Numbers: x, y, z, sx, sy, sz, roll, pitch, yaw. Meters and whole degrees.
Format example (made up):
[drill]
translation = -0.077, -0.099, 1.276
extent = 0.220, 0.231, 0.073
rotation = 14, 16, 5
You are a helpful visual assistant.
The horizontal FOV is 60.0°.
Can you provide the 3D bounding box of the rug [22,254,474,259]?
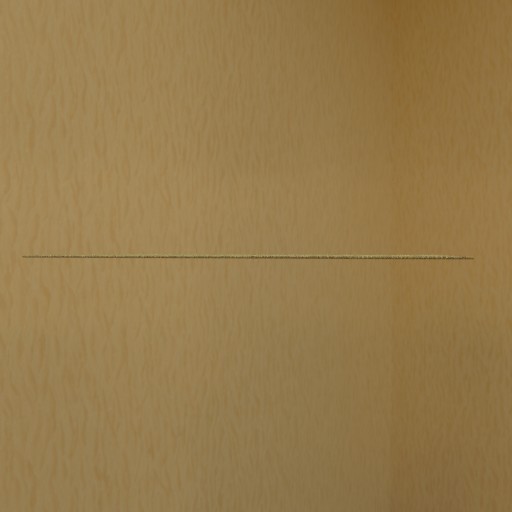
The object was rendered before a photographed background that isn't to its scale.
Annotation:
[rug]
translation = 0.000, 0.000, 2.990
extent = 2.448, 0.012, 1.540
rotation = 0, 0, 18
